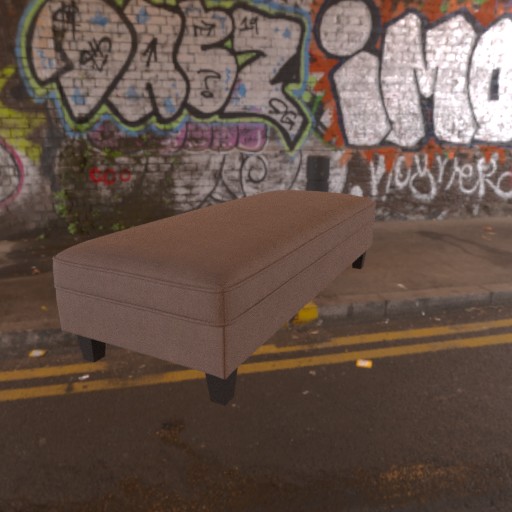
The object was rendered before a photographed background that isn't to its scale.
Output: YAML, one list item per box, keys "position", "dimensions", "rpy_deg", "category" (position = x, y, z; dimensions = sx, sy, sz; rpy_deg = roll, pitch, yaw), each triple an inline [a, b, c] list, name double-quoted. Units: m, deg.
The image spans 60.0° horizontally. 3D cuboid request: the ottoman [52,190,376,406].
- position: [0.000, 0.000, 2.137]
  dimensions: [0.751, 0.470, 1.764]
  rpy_deg: [8, 18, 27]
  category: "ottoman"
